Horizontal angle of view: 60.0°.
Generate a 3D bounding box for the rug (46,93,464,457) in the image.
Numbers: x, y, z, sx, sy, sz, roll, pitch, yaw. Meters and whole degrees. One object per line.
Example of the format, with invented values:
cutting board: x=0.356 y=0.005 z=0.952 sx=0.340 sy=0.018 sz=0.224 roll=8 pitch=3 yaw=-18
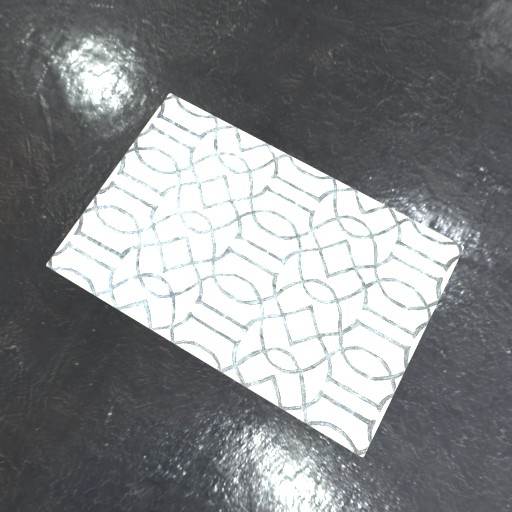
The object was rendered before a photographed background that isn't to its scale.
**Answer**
rug: x=0.000 y=0.000 z=2.973 sx=2.365 sy=0.017 sz=1.521 roll=29 pitch=77 yaw=7
